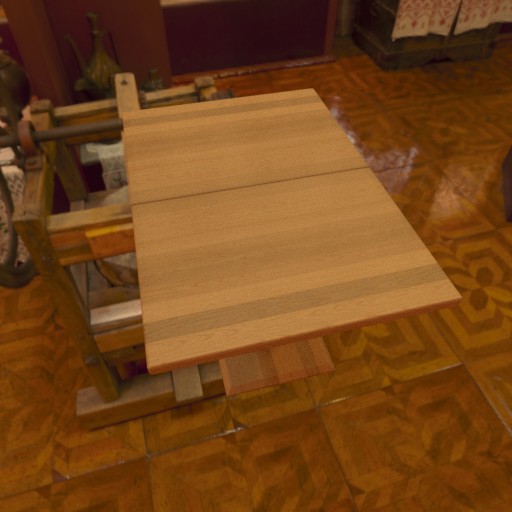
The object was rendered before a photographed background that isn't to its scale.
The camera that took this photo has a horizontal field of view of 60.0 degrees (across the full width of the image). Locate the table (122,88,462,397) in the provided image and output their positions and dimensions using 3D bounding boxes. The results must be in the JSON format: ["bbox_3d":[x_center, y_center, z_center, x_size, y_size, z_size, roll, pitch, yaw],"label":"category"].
[{"bbox_3d":[0.000,0.000,1.902,0.900,0.770,1.300,-11,48,-10],"label":"table"}]
